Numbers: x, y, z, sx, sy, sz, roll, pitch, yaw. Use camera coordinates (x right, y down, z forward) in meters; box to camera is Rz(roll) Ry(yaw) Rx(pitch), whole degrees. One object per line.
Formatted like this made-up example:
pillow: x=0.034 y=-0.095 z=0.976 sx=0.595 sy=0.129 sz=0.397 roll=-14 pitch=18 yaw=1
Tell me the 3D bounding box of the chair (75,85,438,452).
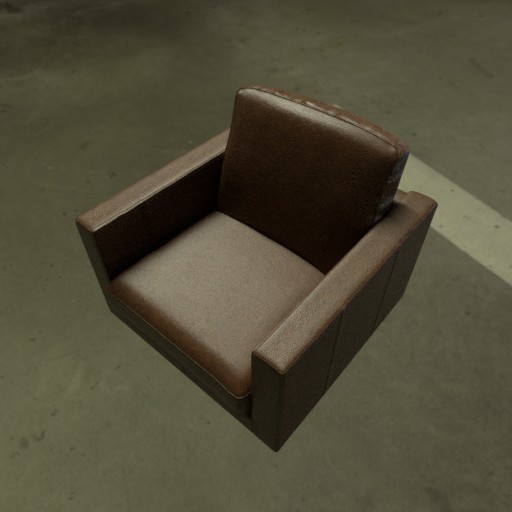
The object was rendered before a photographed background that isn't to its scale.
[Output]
chair: x=0.000 y=0.000 z=1.638 sx=0.890 sy=0.956 sz=0.909 roll=32 pitch=54 yaw=27
